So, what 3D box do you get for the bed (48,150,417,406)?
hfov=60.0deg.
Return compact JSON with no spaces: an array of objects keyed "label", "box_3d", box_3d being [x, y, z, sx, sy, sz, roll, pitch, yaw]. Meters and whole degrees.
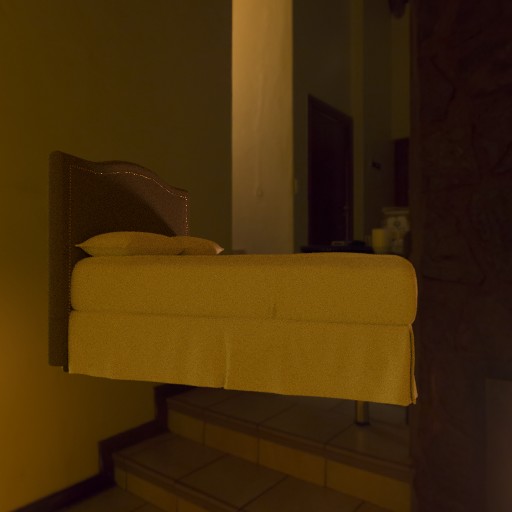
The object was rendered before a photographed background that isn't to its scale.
[{"label":"bed","box_3d":[0.000,0.000,3.047,2.036,1.387,1.666,0,0,18]}]
